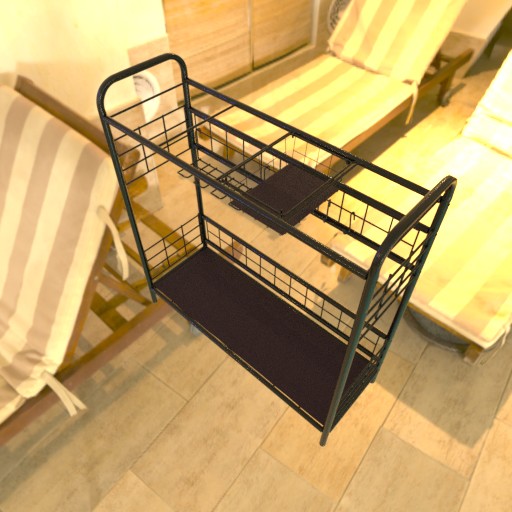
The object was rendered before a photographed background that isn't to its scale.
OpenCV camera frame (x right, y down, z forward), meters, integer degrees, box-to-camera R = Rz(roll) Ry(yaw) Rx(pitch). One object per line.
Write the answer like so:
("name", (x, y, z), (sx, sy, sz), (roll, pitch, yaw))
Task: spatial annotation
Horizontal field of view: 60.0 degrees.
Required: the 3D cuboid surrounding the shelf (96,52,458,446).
("shelf", (0.000, 0.000, 1.496), (0.961, 1.026, 0.350), (34, 56, 27))
